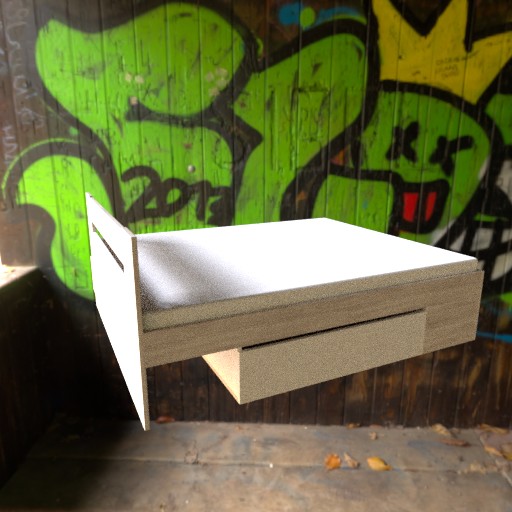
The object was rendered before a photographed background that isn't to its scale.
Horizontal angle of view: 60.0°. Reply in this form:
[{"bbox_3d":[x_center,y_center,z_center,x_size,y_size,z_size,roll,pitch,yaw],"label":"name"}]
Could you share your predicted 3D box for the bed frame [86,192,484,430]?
[{"bbox_3d":[0.000,0.000,3.115,2.050,0.860,2.040,-7,16,-25],"label":"bed frame"}]
